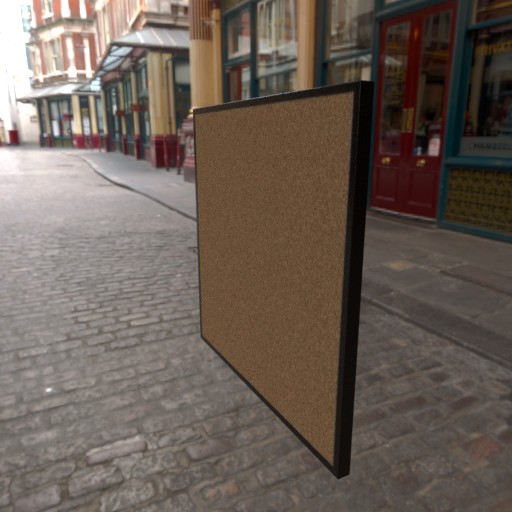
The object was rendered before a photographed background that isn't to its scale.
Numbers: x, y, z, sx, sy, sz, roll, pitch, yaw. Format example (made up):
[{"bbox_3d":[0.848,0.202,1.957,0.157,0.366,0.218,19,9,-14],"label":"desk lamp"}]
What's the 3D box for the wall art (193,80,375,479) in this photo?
[{"bbox_3d":[0.000,0.000,0.521,0.014,0.349,0.349,-8,17,-27],"label":"wall art"}]
